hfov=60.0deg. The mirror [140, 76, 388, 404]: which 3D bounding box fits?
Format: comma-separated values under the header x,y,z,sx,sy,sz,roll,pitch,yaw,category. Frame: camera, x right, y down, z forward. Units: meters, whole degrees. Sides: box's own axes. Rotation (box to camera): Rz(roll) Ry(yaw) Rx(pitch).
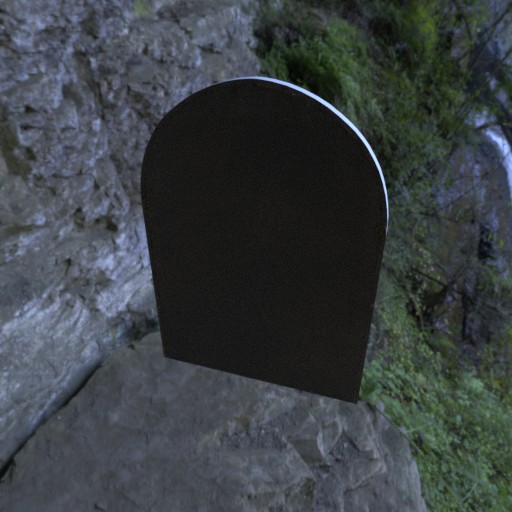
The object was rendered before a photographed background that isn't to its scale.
x,y,z,sx,sy,sz,roll,pitch,yaw,category
0.000,0.000,1.217,0.660,0.920,0.032,9,32,15,mirror
